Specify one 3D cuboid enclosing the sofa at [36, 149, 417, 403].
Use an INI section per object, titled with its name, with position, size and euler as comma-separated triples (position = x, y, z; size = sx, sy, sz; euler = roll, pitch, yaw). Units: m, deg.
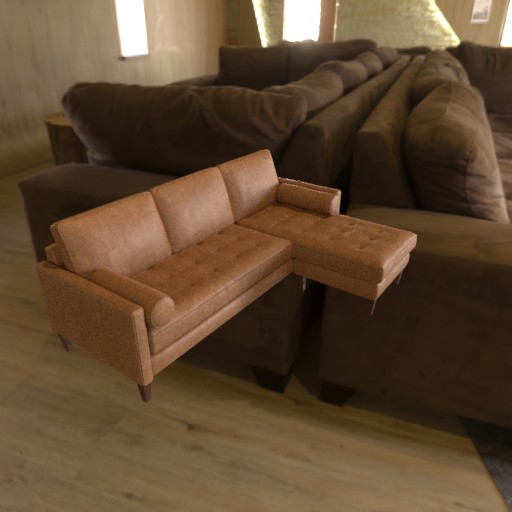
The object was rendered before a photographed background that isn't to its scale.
[sofa]
position = 0.000, 0.000, 2.944
size = 1.506, 0.876, 2.178
euler = 19, 33, 31
